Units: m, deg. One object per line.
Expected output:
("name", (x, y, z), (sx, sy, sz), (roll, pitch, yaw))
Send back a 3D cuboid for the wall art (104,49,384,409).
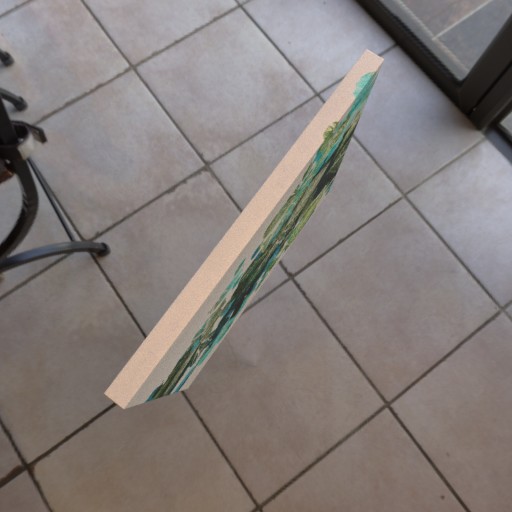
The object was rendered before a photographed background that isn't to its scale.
("wall art", (0.000, 0.000, 1.000), (0.043, 0.610, 0.711), (35, 79, 8))
